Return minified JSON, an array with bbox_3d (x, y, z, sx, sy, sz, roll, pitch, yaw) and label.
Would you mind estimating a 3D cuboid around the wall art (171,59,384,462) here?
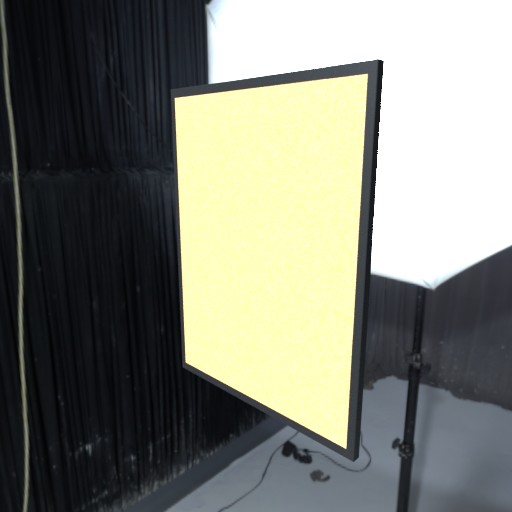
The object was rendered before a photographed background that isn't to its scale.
[{"bbox_3d":[0.000,0.000,1.365,0.774,1.027,0.030,13,19,43],"label":"wall art"}]
